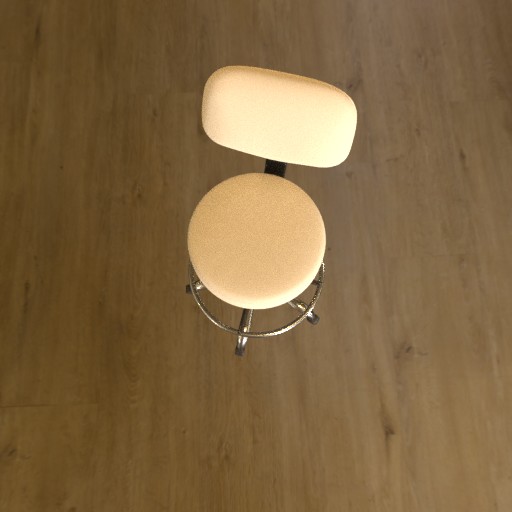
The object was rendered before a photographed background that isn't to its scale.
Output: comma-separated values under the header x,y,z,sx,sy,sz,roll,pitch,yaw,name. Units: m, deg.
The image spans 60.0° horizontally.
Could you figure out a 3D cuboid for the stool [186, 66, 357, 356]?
x,y,z,sx,sy,sz,roll,pitch,yaw,name
0.000,0.000,1.477,0.609,1.080,0.616,14,75,4,stool
